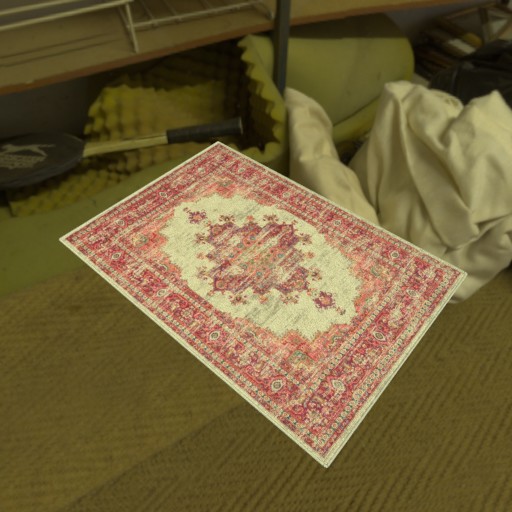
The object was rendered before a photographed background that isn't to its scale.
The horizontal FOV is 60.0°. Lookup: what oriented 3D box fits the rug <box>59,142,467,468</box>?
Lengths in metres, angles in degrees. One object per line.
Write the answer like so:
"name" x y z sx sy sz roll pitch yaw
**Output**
"rug" 0.000 0.000 2.291 1.747 0.011 1.217 33 56 26
